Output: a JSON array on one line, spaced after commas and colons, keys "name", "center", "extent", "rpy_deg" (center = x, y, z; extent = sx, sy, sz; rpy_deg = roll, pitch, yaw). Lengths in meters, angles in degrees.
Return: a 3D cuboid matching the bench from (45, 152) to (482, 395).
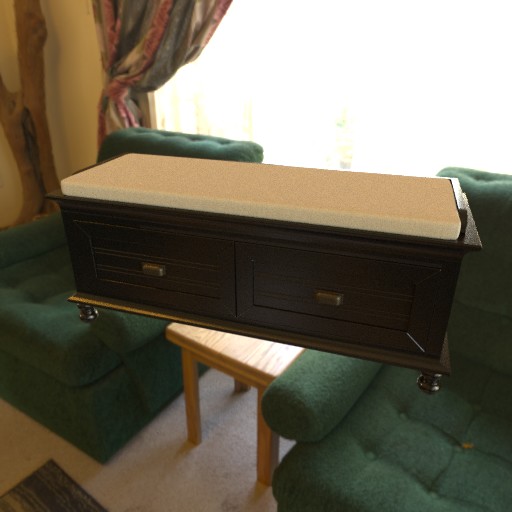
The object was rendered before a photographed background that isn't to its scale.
[{"name": "bench", "center": [0.000, 0.000, 1.405], "extent": [1.185, 0.501, 0.402], "rpy_deg": [8, 27, 16]}]
